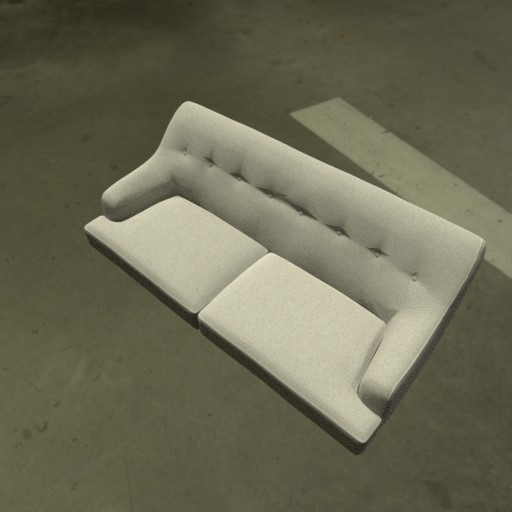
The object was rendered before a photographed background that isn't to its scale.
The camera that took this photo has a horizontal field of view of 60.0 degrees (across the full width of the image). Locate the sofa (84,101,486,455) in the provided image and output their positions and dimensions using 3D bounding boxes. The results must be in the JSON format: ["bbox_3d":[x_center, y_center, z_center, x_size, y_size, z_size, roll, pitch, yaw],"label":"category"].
[{"bbox_3d":[0.000,0.000,2.508,2.057,0.871,0.978,32,55,26],"label":"sofa"}]
